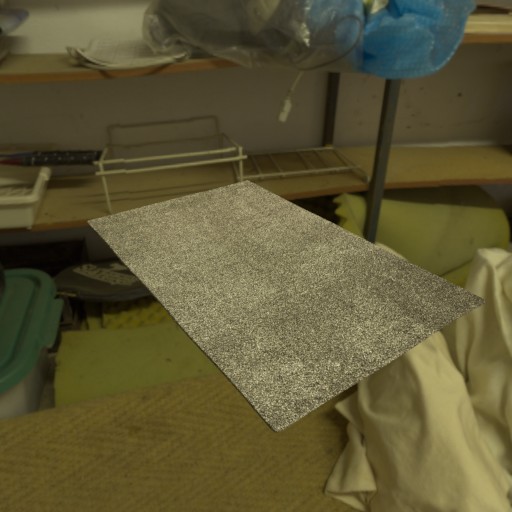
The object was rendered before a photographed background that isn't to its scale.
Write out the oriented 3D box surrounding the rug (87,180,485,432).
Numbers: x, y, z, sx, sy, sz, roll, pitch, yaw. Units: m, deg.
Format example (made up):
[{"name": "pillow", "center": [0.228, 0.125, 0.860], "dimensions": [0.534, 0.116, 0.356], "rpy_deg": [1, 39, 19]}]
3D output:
[{"name": "rug", "center": [0.000, 0.000, 2.944], "dimensions": [1.501, 0.025, 2.352], "rpy_deg": [-20, 36, -30]}]
